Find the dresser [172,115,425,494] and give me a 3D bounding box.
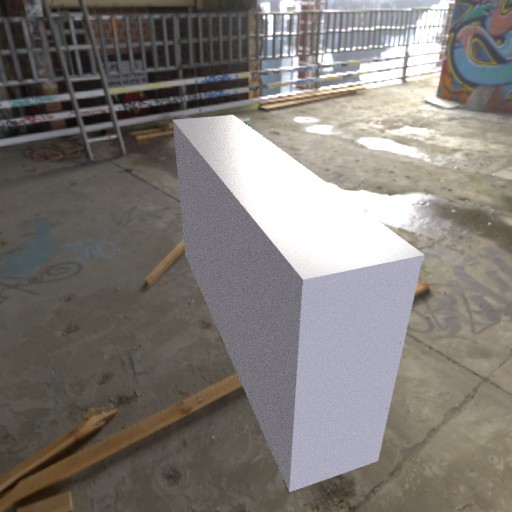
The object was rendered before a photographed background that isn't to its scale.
[{"bbox_3d":[0.000,0.000,1.829,0.333,0.790,1.535,-10,32,-17],"label":"dresser"}]
